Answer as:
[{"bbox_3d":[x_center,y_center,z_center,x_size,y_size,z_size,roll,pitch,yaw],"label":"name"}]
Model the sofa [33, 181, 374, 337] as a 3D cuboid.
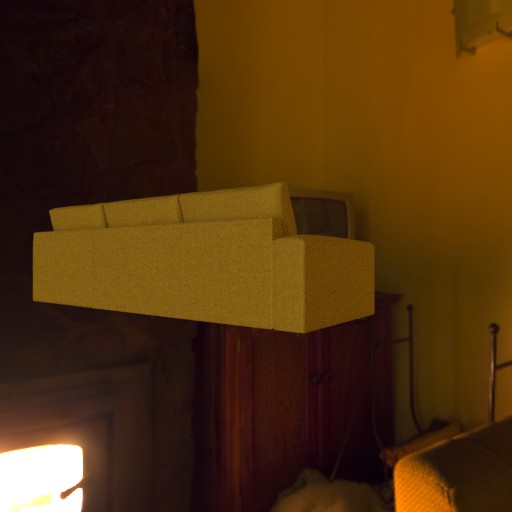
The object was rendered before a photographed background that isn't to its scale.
[{"bbox_3d":[0.000,0.000,3.999,2.622,0.800,2.742,0,0,37],"label":"sofa"}]
